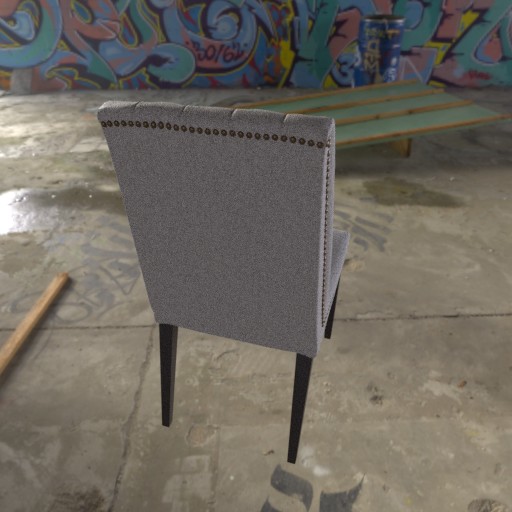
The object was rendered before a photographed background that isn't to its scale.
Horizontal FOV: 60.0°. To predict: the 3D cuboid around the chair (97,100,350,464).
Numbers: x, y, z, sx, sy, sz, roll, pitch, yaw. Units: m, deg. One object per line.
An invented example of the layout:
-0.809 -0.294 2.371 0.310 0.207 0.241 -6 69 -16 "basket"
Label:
0.000 0.000 1.347 0.511 1.016 0.647 10 34 15 "chair"
